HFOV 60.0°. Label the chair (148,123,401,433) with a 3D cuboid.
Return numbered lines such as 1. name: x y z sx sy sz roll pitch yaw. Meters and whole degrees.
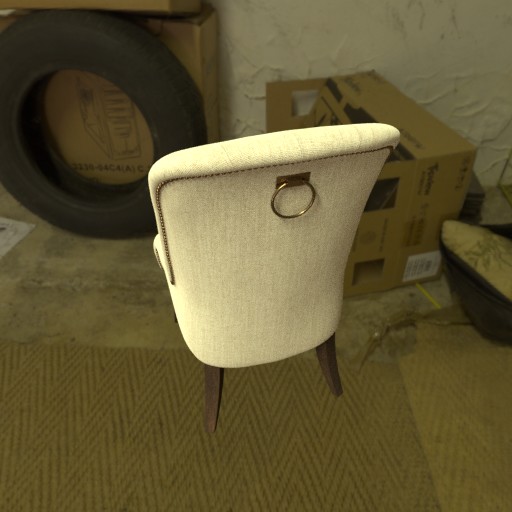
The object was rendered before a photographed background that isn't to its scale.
1. chair: 0.000 0.000 1.473 0.634 1.091 0.629 -11 41 -13
